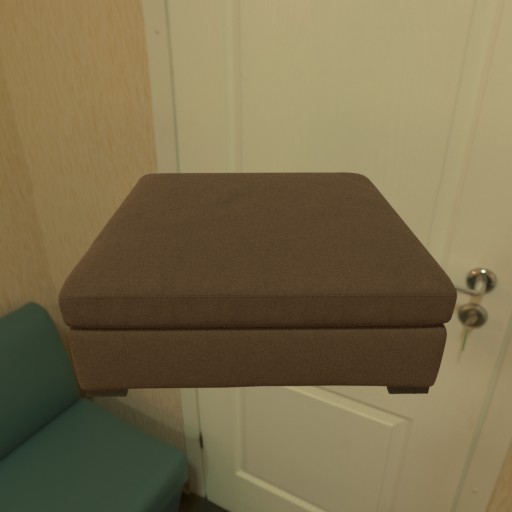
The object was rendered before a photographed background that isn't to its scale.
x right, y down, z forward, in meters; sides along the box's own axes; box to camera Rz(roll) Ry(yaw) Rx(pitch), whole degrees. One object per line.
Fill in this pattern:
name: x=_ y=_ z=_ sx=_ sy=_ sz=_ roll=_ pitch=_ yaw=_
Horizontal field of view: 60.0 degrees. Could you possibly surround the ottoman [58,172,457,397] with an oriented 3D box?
ottoman: x=0.000 y=0.000 z=1.857 sx=1.181 sy=0.470 sz=1.181 roll=0 pitch=27 yaw=-1
